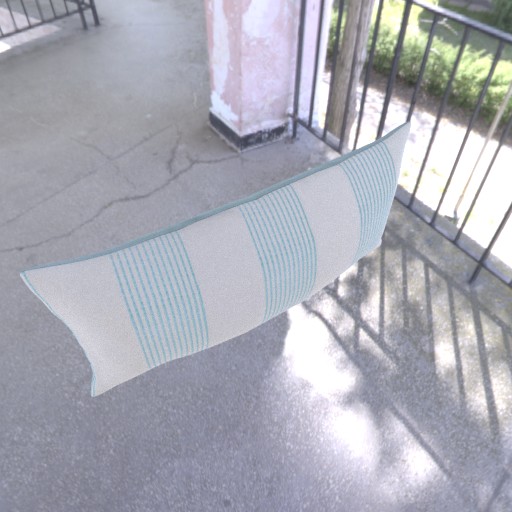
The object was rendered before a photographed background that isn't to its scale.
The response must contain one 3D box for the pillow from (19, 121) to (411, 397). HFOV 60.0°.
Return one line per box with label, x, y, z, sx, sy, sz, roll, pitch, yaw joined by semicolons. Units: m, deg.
pillow;0.000;0.000;0.698;0.610;0.287;0.151;-25;51;-22
